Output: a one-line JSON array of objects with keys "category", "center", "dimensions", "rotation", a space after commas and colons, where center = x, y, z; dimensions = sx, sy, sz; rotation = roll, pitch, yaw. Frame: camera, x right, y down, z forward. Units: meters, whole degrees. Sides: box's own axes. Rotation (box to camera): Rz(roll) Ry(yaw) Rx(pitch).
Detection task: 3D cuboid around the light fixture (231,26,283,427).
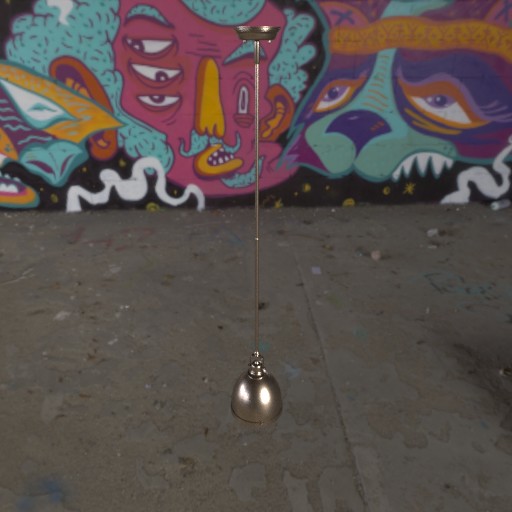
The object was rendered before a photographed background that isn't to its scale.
[{"category": "light fixture", "center": [0.000, 0.000, 1.489], "dimensions": [0.217, 1.367, 0.211], "rotation": [8, 28, 15]}]
